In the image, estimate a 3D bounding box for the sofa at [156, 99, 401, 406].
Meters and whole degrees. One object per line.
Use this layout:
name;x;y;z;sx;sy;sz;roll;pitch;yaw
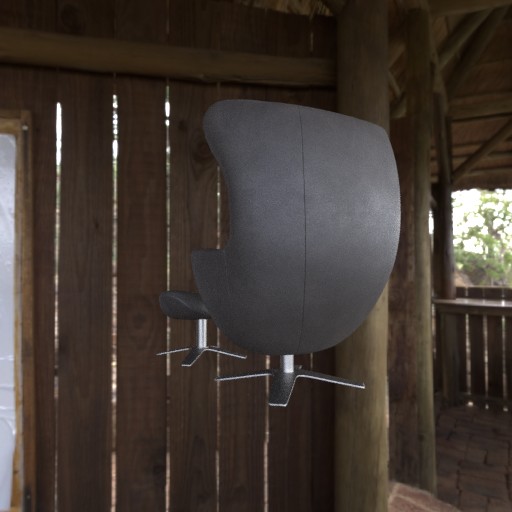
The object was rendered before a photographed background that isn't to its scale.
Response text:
sofa;0.000;0.000;2.163;0.894;1.135;1.444;1;-2;-34
